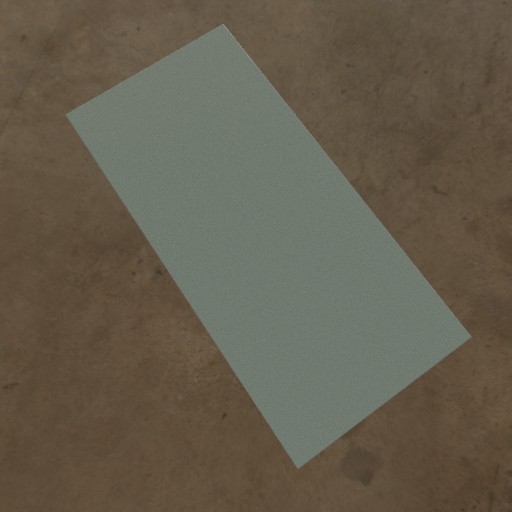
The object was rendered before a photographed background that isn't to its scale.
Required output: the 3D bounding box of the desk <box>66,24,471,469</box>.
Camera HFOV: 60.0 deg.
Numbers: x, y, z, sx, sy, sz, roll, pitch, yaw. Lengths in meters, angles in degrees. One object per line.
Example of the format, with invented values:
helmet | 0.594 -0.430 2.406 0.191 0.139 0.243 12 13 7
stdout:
desk | 0.000 0.000 1.491 0.509 0.780 1.059 -34 79 -8
